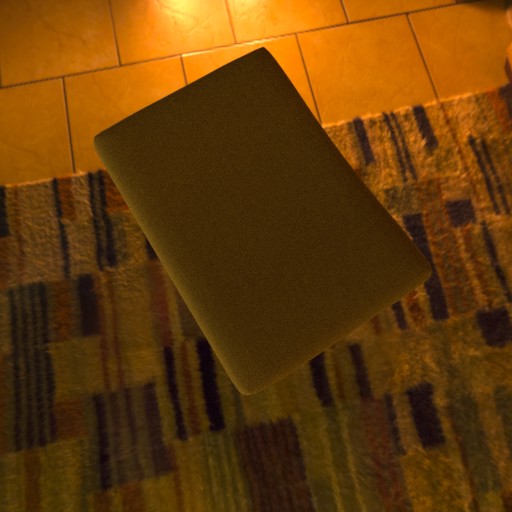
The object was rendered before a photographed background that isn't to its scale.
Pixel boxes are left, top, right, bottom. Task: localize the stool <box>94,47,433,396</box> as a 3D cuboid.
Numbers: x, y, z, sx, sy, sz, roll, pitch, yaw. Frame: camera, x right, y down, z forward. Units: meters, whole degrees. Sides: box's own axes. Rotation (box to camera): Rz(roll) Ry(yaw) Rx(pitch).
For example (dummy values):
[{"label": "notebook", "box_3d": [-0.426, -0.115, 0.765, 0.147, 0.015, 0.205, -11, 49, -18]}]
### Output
[{"label": "stool", "box_3d": [0.000, 0.000, 0.981, 0.356, 0.660, 0.508, -31, 77, -8]}]
